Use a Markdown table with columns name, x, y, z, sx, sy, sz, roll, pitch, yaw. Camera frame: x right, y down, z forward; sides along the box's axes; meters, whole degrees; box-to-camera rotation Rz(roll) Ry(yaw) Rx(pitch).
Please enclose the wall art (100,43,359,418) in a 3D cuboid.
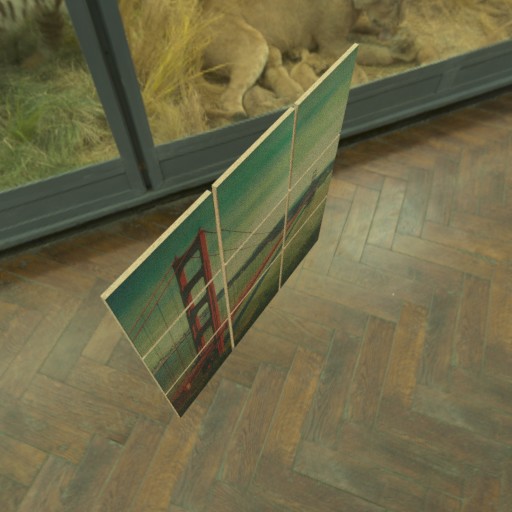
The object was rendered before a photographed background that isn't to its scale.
| name | x | y | z | sx | sy | sz | roll | pitch | yaw |
| --- | --- | --- | --- | --- | --- | --- | --- | --- | --- |
| wall art | 0.000 | 0.000 | 1.793 | 0.016 | 1.207 | 1.217 | 31 | 63 | 18 |
